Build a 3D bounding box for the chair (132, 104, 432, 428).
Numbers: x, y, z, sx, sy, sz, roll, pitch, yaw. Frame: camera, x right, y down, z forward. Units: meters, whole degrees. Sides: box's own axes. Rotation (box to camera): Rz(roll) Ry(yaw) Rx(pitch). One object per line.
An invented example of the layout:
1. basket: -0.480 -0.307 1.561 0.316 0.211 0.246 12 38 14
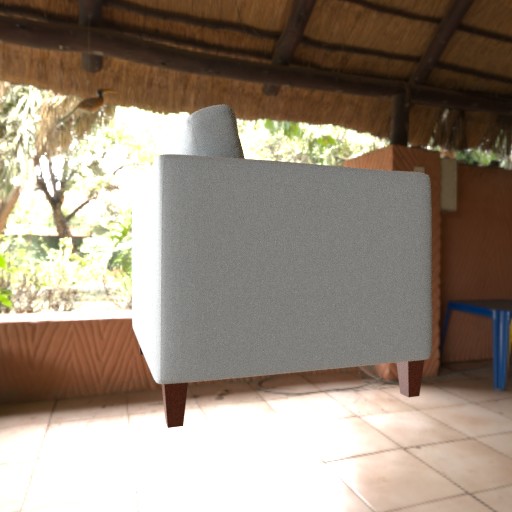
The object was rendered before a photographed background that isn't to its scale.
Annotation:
1. chair: 0.000 0.000 1.851 0.953 0.961 1.107 0 0 -19
